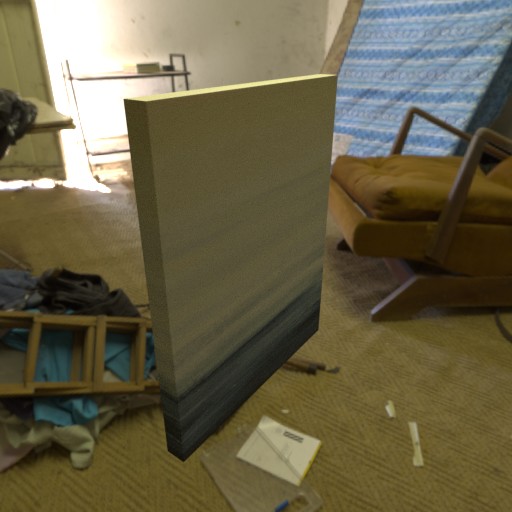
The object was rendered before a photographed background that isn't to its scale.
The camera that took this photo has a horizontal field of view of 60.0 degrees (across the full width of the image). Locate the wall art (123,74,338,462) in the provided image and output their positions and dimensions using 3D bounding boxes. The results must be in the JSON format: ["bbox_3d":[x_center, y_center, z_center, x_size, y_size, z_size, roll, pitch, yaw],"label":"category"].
[{"bbox_3d":[0.000,0.000,0.837,0.040,0.608,0.489,18,31,32],"label":"wall art"}]
